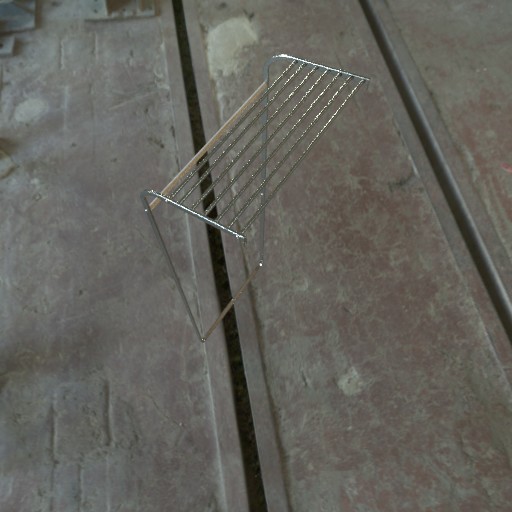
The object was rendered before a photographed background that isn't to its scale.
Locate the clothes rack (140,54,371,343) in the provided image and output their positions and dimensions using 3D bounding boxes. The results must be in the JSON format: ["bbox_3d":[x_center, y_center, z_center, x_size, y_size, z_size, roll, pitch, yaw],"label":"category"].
[{"bbox_3d":[0.000,0.000,1.846,0.349,1.574,0.609,31,68,15],"label":"clothes rack"}]
